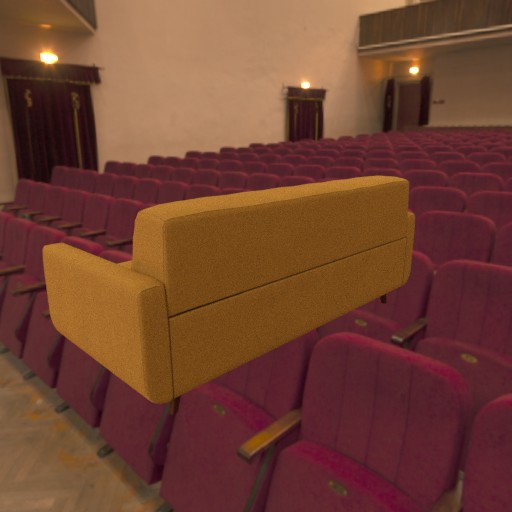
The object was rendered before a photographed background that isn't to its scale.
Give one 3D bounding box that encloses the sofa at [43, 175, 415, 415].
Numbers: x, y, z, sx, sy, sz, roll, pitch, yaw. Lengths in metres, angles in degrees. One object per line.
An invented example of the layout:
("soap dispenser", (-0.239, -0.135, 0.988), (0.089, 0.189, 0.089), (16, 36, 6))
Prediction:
("sofa", (0.000, 0.000, 2.513), (0.909, 0.841, 2.029), (15, 22, 43))
